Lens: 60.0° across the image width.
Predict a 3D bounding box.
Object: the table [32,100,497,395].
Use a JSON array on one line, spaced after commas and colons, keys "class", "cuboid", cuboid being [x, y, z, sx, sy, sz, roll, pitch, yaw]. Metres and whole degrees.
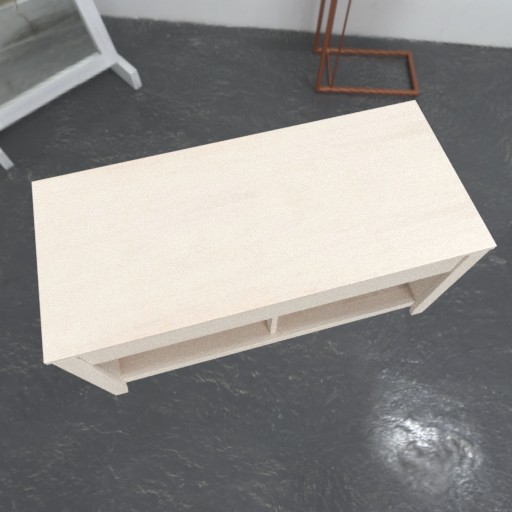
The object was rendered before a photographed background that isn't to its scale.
[{"class": "table", "cuboid": [0.000, 0.000, 1.267, 1.016, 0.483, 0.457, -14, 66, -6]}]
